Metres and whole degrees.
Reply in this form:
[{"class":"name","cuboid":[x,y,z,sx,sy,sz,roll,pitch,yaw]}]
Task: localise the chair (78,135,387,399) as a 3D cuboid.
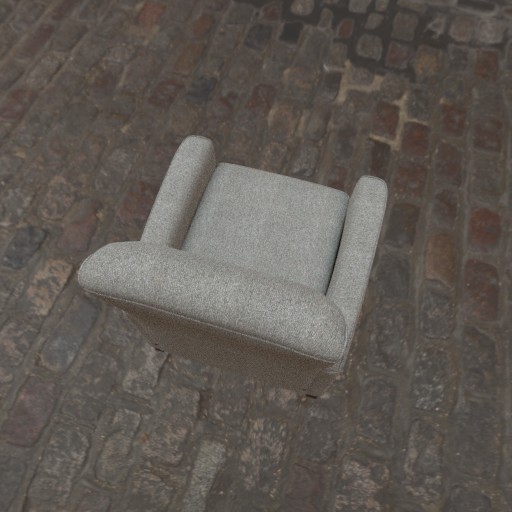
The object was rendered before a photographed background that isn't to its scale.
[{"class":"chair","cuboid":[0.000,0.000,1.649,0.841,1.028,0.858,15,64,7]}]
